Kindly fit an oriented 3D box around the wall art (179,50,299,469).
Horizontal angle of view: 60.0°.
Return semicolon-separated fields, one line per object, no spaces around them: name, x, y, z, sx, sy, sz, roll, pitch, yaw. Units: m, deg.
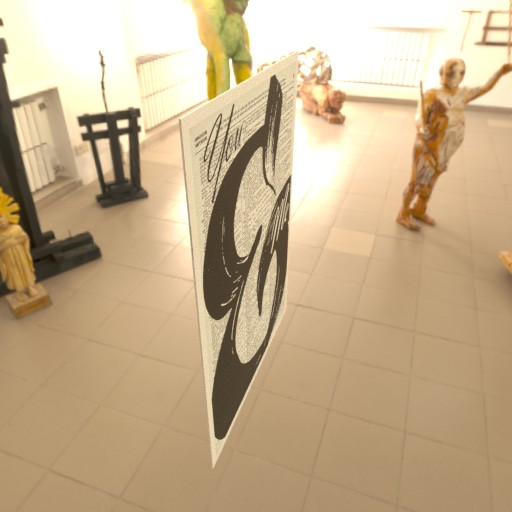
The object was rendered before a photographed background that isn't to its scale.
wall art;0.000;0.000;0.791;0.003;0.609;0.457;11;35;16
